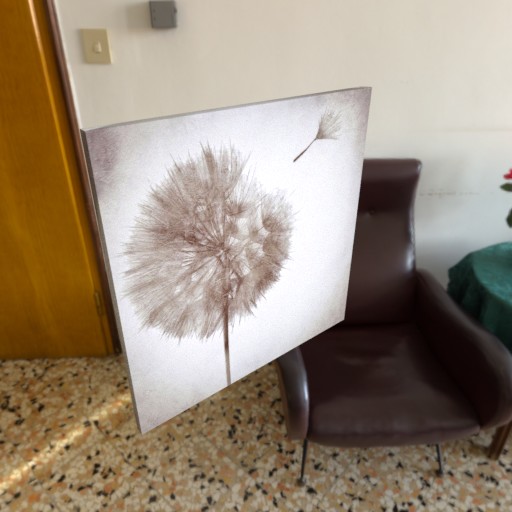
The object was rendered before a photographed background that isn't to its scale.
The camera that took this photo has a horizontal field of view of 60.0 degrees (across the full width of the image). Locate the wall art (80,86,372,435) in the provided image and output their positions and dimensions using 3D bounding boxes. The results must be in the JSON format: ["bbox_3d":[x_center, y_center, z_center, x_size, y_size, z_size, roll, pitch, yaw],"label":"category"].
[{"bbox_3d":[0.000,0.000,1.153,0.762,0.762,0.027,-21,36,-33],"label":"wall art"}]
